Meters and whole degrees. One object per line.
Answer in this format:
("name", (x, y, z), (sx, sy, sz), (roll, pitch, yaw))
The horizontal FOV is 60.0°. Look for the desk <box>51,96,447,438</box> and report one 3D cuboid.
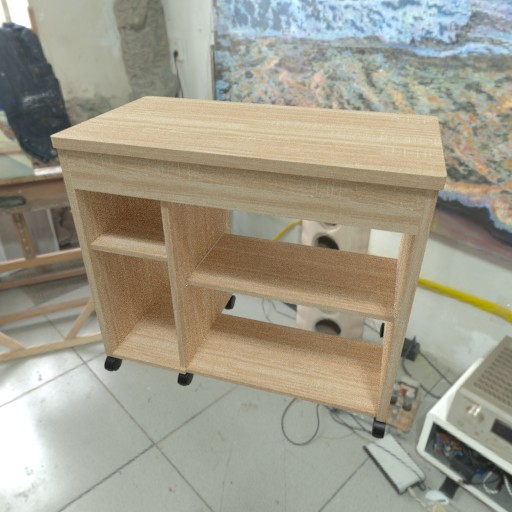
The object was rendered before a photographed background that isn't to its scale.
("desk", (0.000, 0.000, 1.321), (0.884, 0.770, 0.480), (9, 33, 14))
